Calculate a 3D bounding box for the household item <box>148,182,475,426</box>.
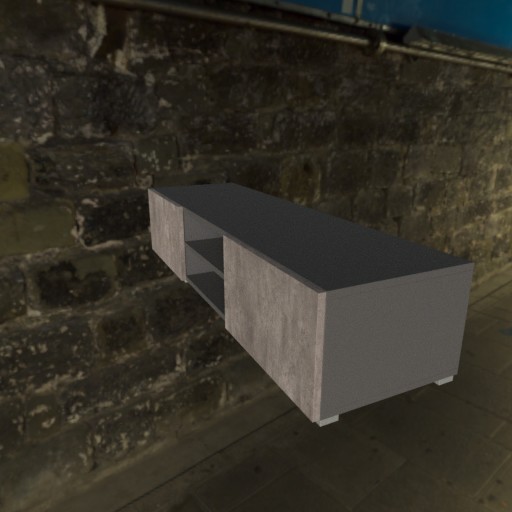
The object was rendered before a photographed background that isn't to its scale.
[{"bbox_3d":[0.000,0.000,1.562,0.420,0.310,1.400,-8,19,-25],"label":"household item"}]
